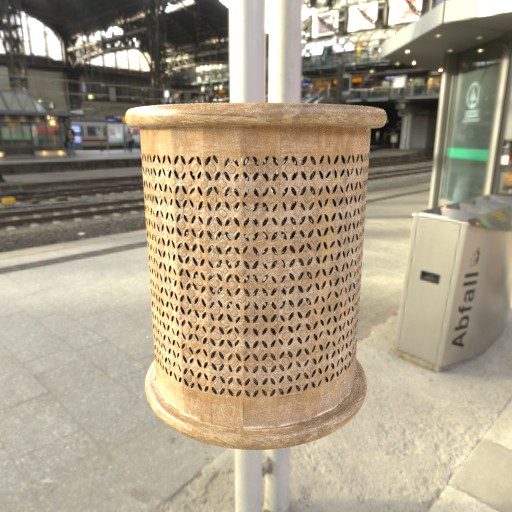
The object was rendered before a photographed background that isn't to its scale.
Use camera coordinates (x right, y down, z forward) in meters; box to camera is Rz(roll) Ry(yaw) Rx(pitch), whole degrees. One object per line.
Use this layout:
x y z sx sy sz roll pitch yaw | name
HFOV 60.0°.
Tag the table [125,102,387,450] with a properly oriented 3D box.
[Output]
0.000 0.000 0.777 0.407 0.482 0.407 0 15 0 | table
